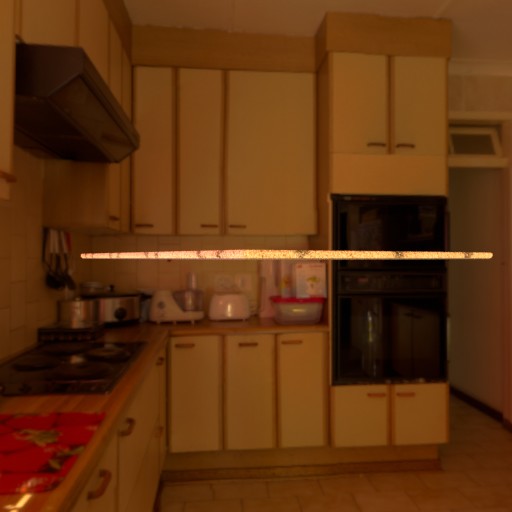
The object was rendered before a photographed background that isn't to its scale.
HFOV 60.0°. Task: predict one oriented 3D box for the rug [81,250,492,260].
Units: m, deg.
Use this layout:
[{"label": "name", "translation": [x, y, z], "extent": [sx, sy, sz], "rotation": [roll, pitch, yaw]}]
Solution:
[{"label": "rug", "translation": [0.000, 0.000, 2.080], "extent": [1.200, 0.025, 1.600], "rotation": [0, 0, -35]}]
